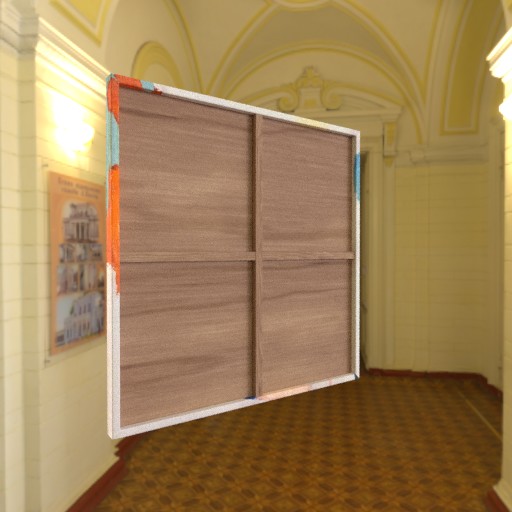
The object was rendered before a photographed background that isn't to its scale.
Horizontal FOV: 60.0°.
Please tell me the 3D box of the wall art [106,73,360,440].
[{"bbox_3d":[0.000,0.000,1.233,0.814,0.814,0.037,-1,1,-36],"label":"wall art"}]
